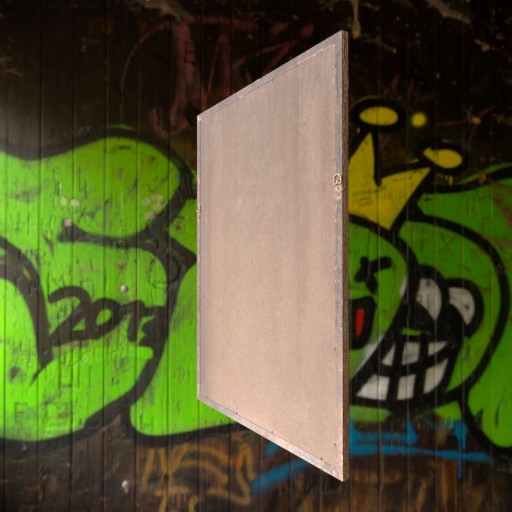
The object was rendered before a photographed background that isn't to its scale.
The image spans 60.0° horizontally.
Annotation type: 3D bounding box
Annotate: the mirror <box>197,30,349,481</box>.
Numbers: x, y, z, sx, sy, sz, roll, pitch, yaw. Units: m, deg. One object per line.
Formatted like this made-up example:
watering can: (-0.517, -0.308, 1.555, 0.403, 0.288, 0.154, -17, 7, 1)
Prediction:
mirror: (0.000, 0.000, 1.272, 0.025, 0.996, 0.705, 0, -1, -34)
